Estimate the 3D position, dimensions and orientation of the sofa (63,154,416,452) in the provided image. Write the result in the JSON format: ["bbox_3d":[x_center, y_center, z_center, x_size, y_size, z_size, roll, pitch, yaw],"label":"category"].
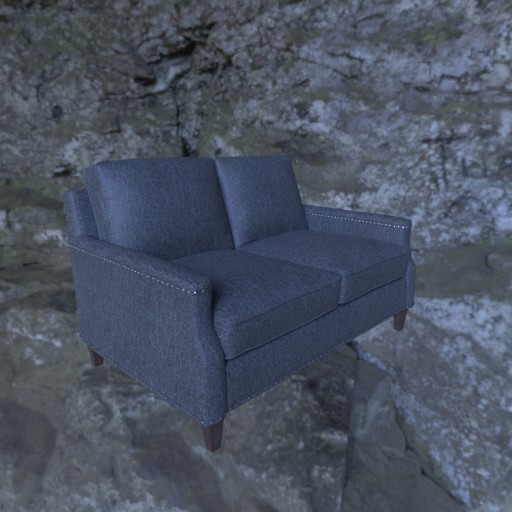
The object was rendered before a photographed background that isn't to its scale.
[{"bbox_3d":[0.000,0.000,2.311,1.084,1.003,1.597,14,21,42],"label":"sofa"}]
